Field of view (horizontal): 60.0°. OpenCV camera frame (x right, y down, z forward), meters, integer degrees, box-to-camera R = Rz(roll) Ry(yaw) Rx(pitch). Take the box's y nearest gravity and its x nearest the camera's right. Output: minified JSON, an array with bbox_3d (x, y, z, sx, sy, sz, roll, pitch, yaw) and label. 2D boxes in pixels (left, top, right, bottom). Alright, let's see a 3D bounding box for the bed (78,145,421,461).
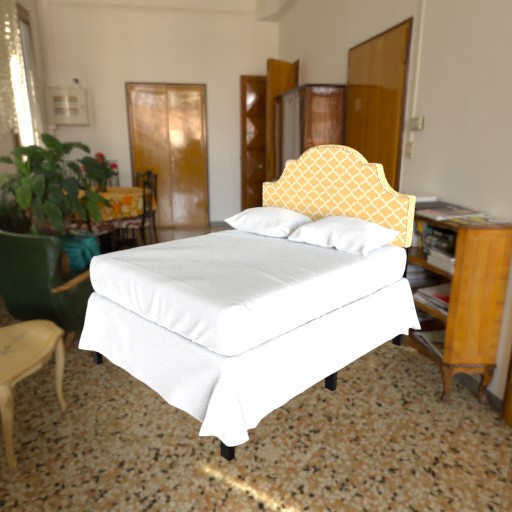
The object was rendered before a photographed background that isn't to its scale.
[{"bbox_3d":[0.000,0.000,3.391,1.780,1.633,2.222,14,20,43],"label":"bed"}]
